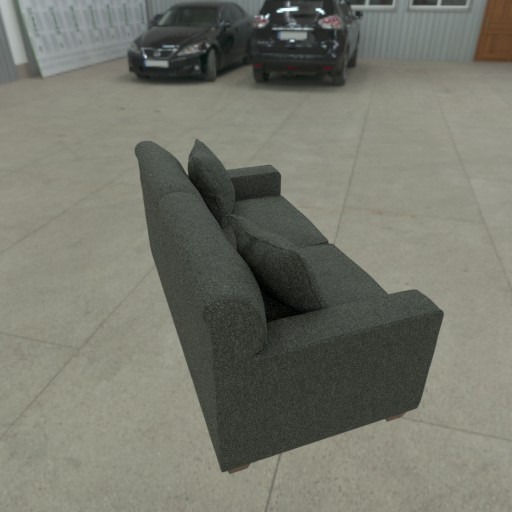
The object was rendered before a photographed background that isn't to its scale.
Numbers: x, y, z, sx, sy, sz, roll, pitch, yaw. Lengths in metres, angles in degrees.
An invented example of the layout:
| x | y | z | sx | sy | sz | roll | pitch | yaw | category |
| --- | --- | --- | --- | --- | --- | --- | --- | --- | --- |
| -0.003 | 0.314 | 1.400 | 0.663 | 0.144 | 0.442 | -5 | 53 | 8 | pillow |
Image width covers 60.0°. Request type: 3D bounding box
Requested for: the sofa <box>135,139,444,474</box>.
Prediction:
| x | y | z | sx | sy | sz | roll | pitch | yaw | category |
| --- | --- | --- | --- | --- | --- | --- | --- | --- | --- |
| 0.000 | 0.000 | 2.427 | 0.998 | 0.958 | 1.846 | -10 | 32 | -17 | sofa |
